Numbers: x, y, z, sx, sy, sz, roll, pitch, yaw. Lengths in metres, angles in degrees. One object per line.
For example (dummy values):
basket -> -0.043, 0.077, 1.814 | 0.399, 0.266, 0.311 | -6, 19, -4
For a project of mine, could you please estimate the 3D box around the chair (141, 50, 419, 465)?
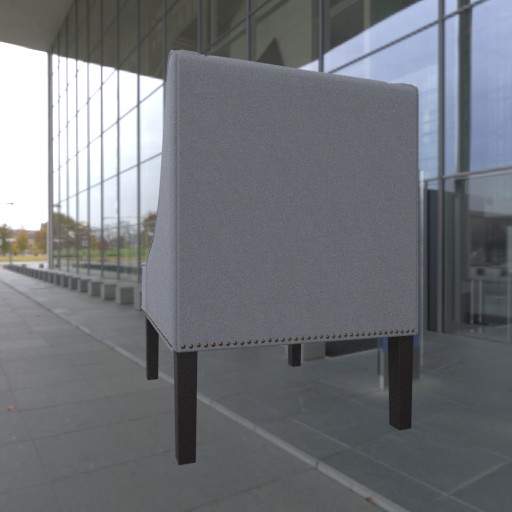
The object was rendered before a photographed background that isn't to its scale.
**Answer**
chair -> 0.000, 0.000, 1.352 | 0.631, 0.867, 0.747 | 0, 0, -19
